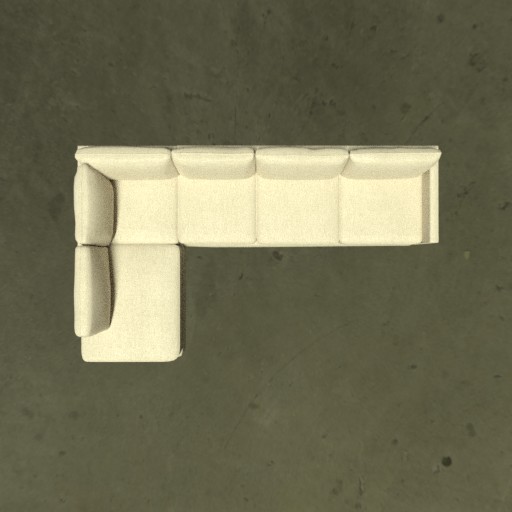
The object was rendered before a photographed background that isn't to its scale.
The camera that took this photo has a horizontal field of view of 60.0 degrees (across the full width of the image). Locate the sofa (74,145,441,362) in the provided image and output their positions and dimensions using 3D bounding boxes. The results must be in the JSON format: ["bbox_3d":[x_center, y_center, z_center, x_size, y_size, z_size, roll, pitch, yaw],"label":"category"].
[{"bbox_3d":[0.000,0.000,4.326,3.384,0.996,2.048,0,90,0],"label":"sofa"}]
